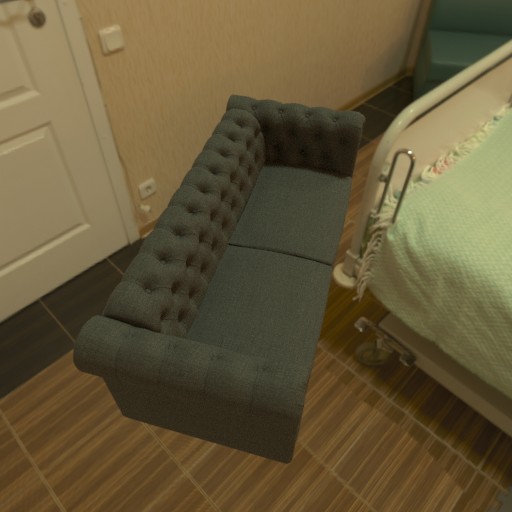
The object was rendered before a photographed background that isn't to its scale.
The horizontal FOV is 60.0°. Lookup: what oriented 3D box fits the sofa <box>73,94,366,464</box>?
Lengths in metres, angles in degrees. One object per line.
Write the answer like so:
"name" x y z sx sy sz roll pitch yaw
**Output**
"sofa" 0.000 0.000 2.211 0.783 0.797 1.798 12 49 10
